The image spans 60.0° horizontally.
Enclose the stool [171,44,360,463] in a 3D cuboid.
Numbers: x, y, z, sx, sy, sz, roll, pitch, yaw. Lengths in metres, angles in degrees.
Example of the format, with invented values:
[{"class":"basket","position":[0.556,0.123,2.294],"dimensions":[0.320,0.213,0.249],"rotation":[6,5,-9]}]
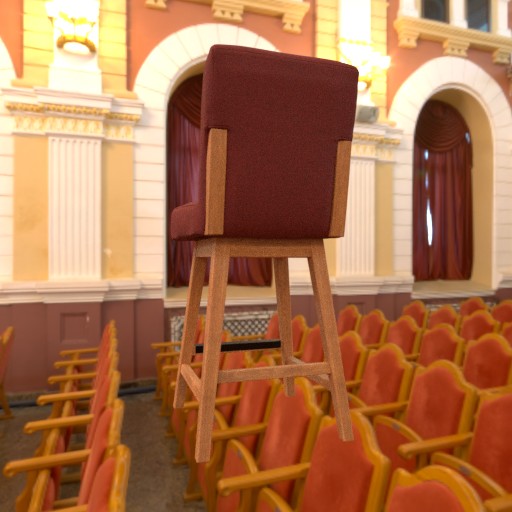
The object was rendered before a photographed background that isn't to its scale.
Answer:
[{"class":"stool","position":[0.000,0.000,1.373],"dimensions":[0.468,1.038,0.562],"rotation":[0,0,-18]}]
